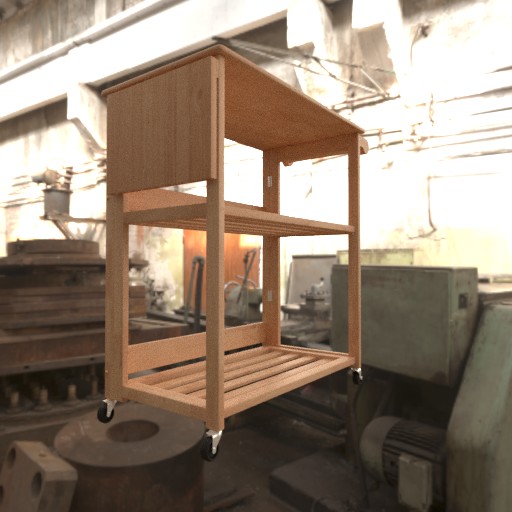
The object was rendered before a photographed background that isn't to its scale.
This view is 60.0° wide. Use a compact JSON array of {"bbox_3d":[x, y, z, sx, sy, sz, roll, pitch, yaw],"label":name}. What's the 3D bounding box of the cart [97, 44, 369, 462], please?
[{"bbox_3d":[0.000,0.000,1.377,0.432,0.879,0.853,-1,-1,37],"label":"cart"}]
